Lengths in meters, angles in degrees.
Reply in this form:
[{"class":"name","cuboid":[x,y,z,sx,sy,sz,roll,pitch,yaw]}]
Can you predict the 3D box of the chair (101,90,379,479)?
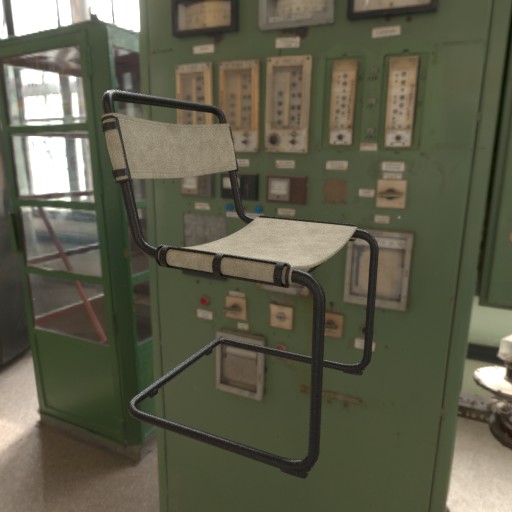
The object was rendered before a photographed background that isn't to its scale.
[{"class":"chair","cuboid":[0.000,0.000,1.076,0.497,0.747,0.499,7,15,26]}]
